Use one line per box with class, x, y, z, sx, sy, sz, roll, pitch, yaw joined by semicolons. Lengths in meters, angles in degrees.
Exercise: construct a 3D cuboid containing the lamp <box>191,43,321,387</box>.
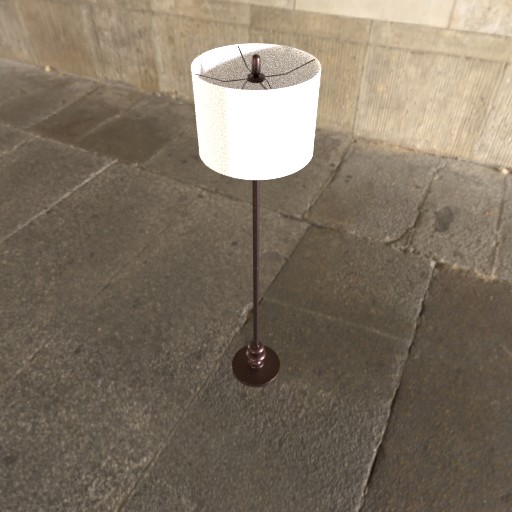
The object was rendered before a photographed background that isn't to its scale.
lamp;0.000;0.000;1.707;0.356;1.487;0.356;-12;44;-13
